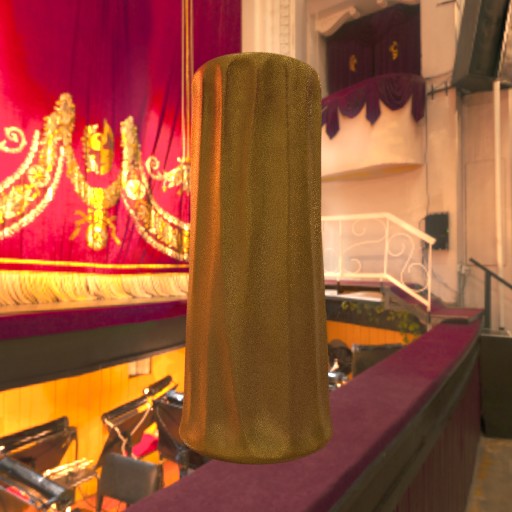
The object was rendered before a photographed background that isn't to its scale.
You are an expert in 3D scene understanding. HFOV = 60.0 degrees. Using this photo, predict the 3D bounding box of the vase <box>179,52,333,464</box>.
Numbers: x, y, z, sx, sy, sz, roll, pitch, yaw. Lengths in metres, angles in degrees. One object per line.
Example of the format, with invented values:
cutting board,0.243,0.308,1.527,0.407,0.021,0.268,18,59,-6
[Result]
vase,0.000,0.000,0.180,0.061,0.143,0.061,0,-1,0
